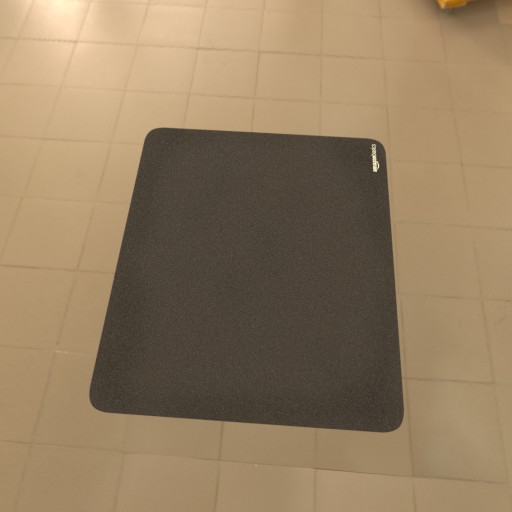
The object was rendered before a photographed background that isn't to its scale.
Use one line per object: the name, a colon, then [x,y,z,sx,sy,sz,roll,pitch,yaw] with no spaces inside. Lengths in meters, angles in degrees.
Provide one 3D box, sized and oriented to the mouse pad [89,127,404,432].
mouse pad: [0.000,0.000,0.637,0.393,0.002,0.451,4,65,2]
